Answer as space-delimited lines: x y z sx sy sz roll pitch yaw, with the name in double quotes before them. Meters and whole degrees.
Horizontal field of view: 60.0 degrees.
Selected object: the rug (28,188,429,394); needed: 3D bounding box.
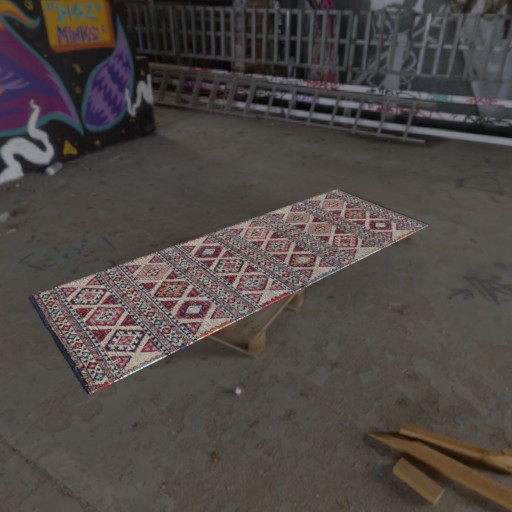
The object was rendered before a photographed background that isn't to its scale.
"rug" 0.000 0.000 2.642 2.362 0.008 0.832 -22 37 -33
